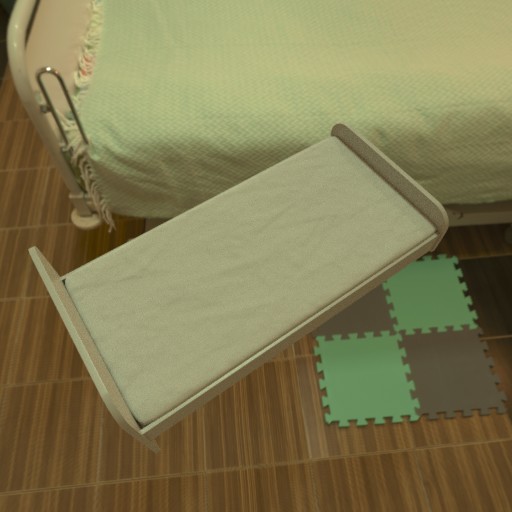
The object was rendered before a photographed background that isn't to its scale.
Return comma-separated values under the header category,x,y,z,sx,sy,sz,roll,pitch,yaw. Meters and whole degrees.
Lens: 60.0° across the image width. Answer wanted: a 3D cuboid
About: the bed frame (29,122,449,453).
category,x,y,z,sx,sy,sz,roll,pitch,yaw
bed frame,0.000,0.000,2.483,1.963,0.805,0.998,-31,63,-17
